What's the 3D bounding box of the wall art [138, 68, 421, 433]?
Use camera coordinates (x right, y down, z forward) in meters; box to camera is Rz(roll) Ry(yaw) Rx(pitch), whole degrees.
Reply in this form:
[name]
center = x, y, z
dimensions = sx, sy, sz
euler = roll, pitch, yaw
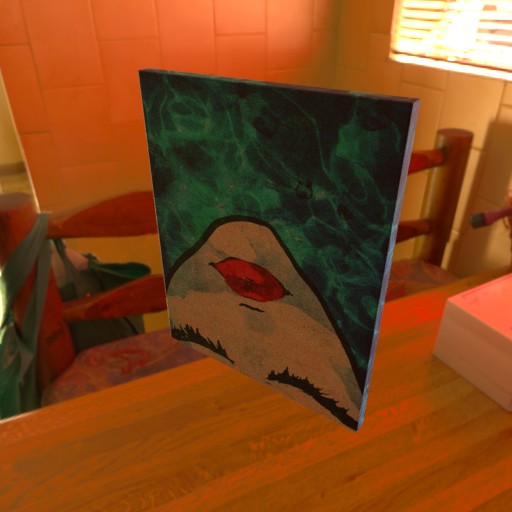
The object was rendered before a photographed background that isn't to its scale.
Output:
[wall art]
center = 0.000, 0.000, 1.029
dimensions = 0.609, 0.760, 0.038
euler = 19, 35, 30
